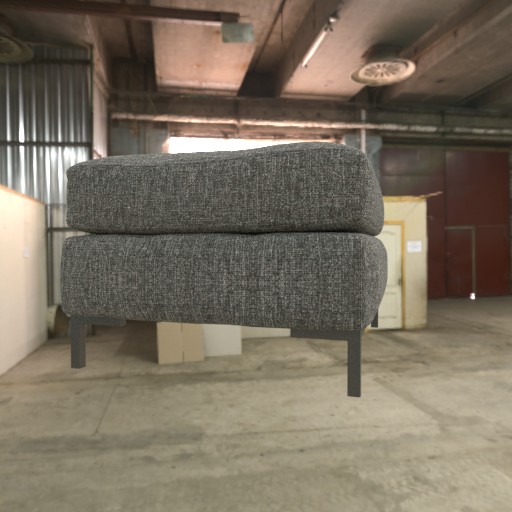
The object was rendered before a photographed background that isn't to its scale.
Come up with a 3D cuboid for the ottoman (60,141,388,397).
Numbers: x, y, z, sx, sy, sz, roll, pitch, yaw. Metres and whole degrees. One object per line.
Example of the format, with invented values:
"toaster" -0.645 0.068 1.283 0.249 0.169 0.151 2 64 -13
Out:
"ottoman" 0.000 0.000 1.213 0.683 0.480 0.828 0 1 18
